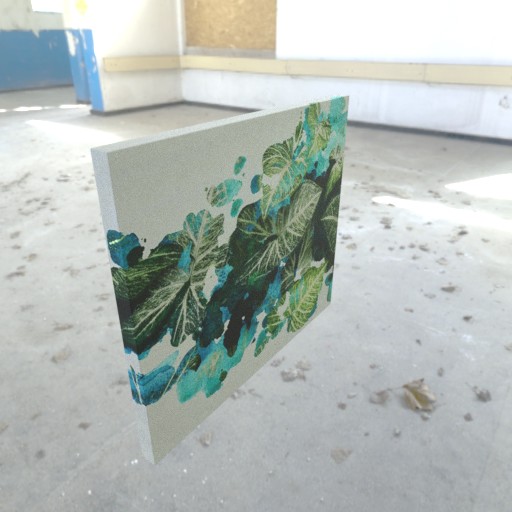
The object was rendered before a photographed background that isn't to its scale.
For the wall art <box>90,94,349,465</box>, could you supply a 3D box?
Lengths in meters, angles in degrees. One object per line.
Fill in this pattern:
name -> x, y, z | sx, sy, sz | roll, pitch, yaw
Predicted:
wall art -> 0.000, 0.000, 0.985 | 0.043, 0.610, 0.711 | 19, 33, 32
